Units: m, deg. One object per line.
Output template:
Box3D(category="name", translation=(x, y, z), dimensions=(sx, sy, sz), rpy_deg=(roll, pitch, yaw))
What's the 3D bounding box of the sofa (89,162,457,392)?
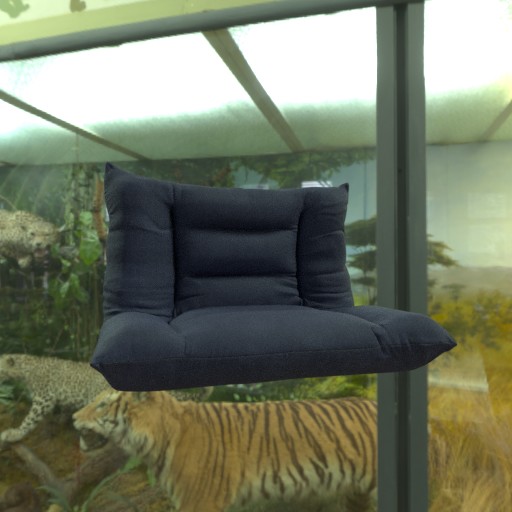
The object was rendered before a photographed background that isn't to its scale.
Box3D(category="sofa", translation=(0.000, 0.000, 1.676), dimensions=(1.122, 0.778, 0.849), rpy_deg=(0, -1, -16))
